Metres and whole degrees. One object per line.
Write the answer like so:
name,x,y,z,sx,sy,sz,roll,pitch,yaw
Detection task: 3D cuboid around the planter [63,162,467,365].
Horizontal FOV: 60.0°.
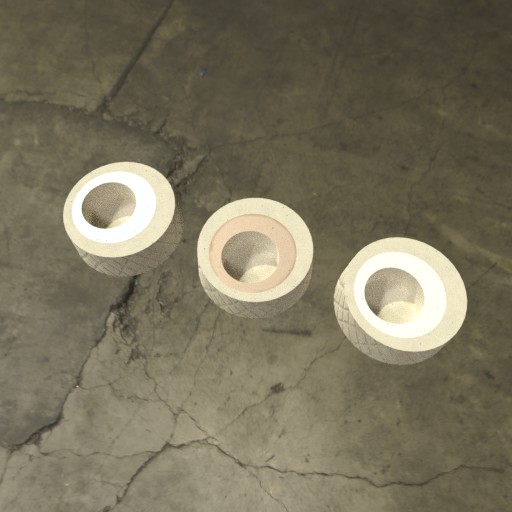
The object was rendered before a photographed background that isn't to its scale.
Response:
planter,0.000,0.000,0.425,0.390,0.038,0.114,17,66,8
